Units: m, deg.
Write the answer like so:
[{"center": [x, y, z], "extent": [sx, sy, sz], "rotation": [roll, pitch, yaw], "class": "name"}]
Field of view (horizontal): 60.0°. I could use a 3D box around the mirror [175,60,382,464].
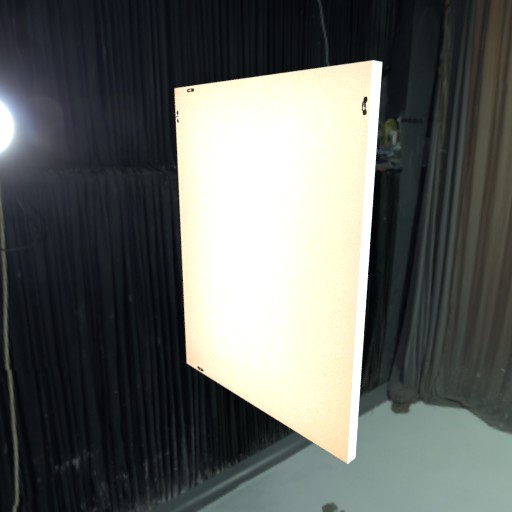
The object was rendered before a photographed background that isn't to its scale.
[{"center": [0.000, 0.000, 1.353], "extent": [0.040, 1.016, 0.762], "rotation": [-14, 20, -41], "class": "mirror"}]
